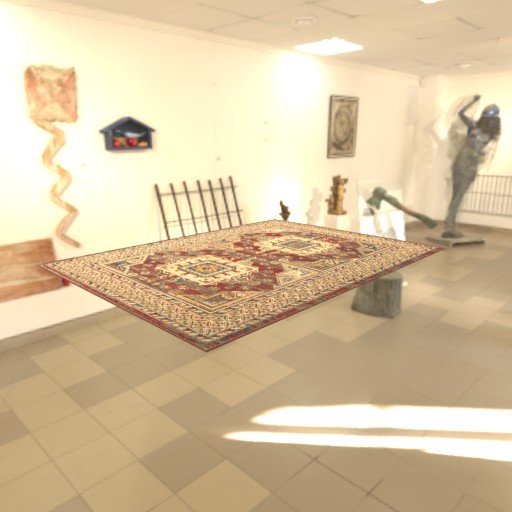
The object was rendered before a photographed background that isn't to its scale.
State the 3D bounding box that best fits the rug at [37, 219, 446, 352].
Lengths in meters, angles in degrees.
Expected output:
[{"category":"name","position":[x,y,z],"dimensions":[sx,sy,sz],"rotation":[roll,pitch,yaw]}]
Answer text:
[{"category":"rug","position":[0.000,0.000,4.286],"dimensions":[2.381,0.013,3.197],"rotation":[14,21,42]}]
